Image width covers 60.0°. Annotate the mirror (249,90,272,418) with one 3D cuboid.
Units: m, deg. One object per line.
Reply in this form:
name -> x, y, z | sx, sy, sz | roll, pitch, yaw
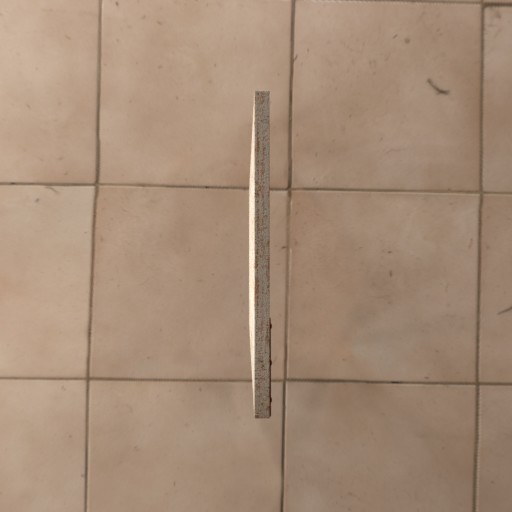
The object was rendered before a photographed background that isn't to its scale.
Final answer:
mirror -> 0.000, 0.000, 1.098 | 0.027, 0.922, 0.472 | 0, 90, -1
